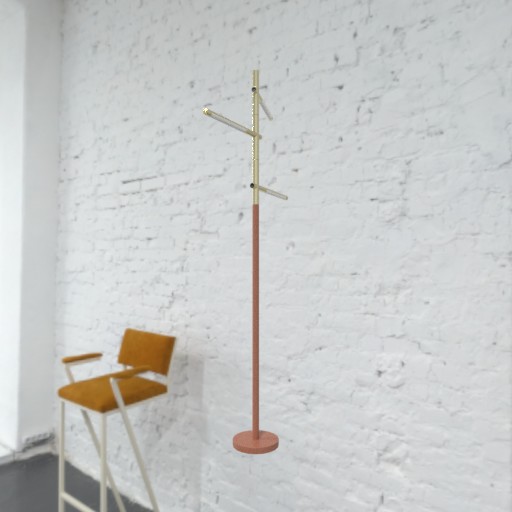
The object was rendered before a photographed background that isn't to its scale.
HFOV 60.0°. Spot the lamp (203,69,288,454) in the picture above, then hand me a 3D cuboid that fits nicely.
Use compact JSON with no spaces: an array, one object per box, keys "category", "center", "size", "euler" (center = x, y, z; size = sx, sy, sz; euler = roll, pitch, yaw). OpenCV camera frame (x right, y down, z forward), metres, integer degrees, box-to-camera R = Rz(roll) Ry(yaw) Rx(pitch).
[{"category":"lamp","center":[0.000,0.000,2.026],"size":[0.209,1.704,0.737],"euler":[0,-1,18]}]
